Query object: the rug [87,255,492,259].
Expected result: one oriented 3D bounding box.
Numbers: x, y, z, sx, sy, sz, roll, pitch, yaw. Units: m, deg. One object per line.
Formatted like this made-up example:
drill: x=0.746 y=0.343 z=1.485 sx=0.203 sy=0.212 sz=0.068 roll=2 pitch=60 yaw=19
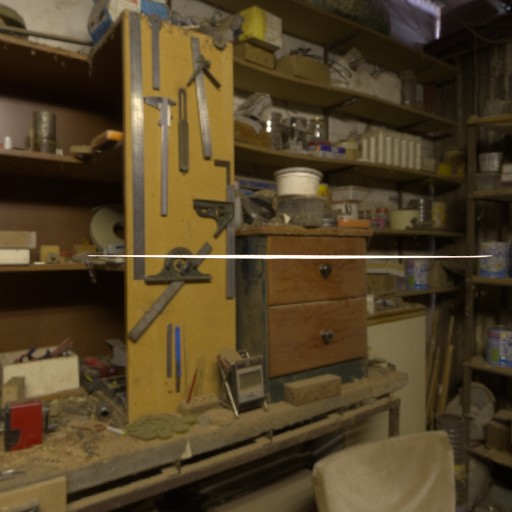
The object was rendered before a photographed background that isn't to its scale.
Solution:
rug: x=0.000 y=0.000 z=2.293 sx=1.223 sy=0.008 sz=1.813 roll=0 pitch=0 yaw=-35
